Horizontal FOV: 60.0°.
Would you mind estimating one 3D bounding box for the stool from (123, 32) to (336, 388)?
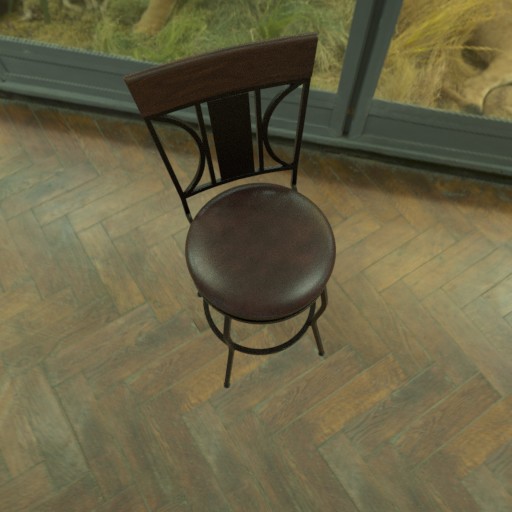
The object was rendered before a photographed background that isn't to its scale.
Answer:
[{"bbox_3d":[0.000,0.000,1.388,0.448,1.130,0.513,-17,65,-8],"label":"stool"}]
